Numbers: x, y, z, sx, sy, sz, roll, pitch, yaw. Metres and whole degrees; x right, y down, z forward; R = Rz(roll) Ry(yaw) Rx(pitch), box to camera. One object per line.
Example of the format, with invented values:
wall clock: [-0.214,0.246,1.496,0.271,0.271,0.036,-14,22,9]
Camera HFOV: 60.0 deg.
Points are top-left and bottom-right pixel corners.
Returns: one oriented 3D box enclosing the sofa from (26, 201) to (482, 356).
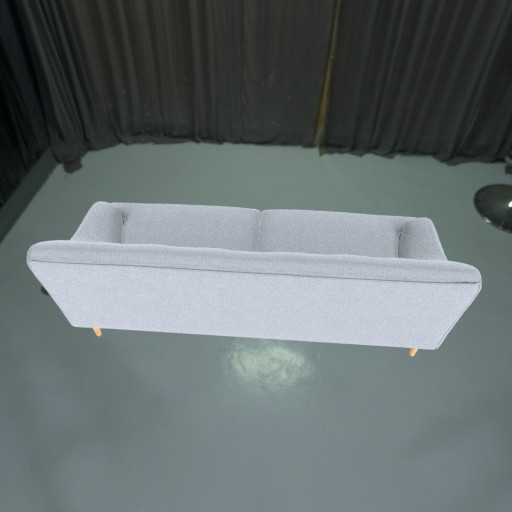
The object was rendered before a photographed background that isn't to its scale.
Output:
sofa: [0.000,0.000,2.520,2.057,0.871,0.978,3,46,3]
